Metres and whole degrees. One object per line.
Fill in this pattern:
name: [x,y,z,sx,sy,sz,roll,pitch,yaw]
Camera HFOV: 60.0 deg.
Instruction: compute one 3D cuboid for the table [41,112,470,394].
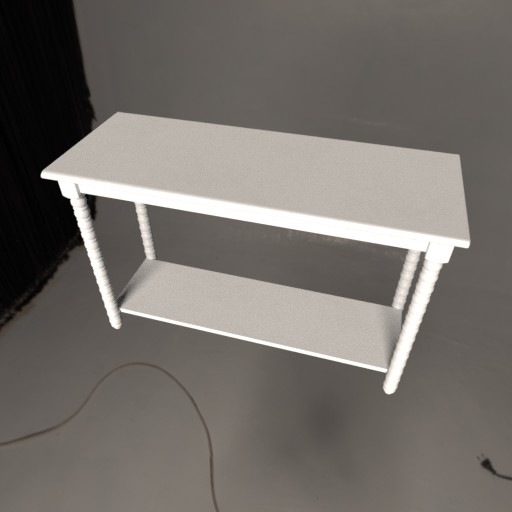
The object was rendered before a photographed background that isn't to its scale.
table: [0.000,0.000,1.569,1.184,0.740,0.459,11,42,12]
